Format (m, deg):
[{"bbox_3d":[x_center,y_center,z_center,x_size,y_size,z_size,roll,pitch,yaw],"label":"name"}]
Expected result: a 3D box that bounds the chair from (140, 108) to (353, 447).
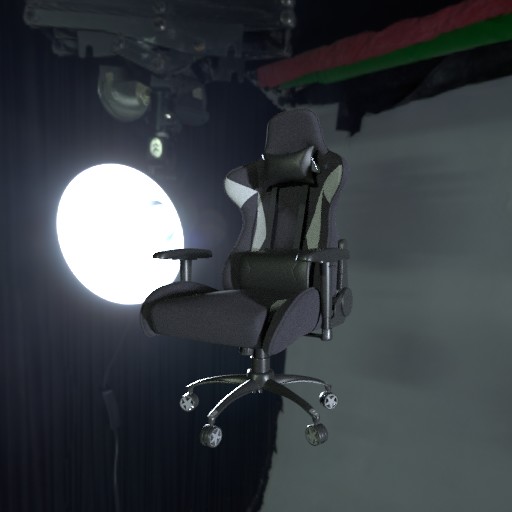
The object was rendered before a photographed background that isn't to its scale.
[{"bbox_3d":[0.000,0.000,1.750,0.730,1.300,0.695,0,1,34],"label":"chair"}]
